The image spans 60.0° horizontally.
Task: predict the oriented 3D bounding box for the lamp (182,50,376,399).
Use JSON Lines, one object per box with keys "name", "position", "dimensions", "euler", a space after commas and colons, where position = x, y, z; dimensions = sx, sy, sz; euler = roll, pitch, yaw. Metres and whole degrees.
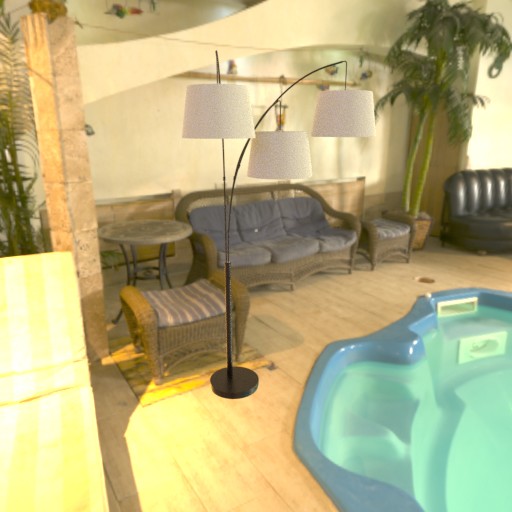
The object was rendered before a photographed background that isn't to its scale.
{"name": "lamp", "position": [0.000, 0.000, 2.436], "dimensions": [0.951, 1.950, 0.924], "euler": [-8, 18, -25]}
